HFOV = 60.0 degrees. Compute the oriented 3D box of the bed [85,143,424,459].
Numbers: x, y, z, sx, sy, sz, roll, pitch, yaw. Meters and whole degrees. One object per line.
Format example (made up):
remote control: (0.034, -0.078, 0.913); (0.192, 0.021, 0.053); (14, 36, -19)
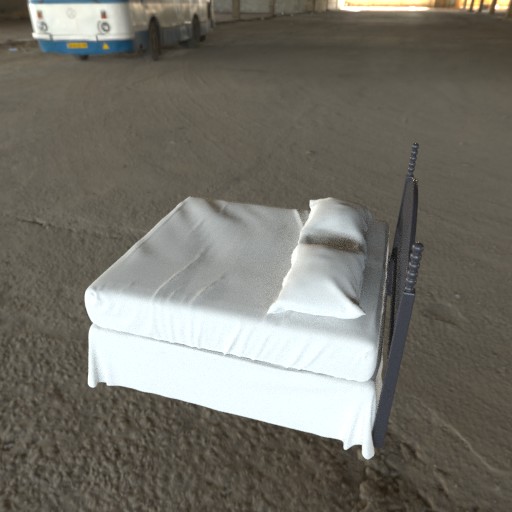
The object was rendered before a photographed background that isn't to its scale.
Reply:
bed: (0.000, 0.000, 3.179); (2.040, 1.356, 1.873); (9, 31, 14)
